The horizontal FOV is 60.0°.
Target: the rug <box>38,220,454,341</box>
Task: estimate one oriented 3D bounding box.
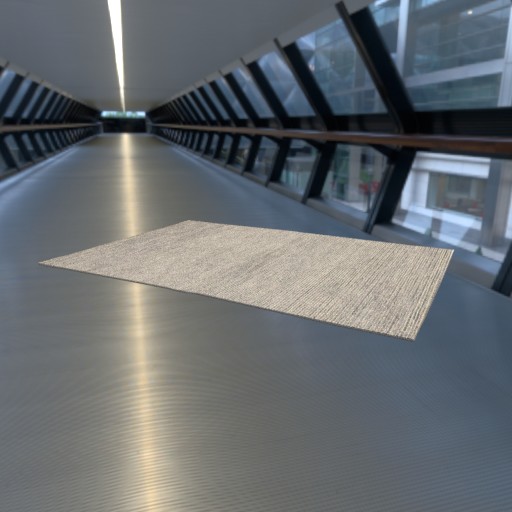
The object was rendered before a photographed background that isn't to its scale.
[{"bbox_3d":[0.000,0.000,2.962,2.307,0.030,1.604,8,18,27],"label":"rug"}]
